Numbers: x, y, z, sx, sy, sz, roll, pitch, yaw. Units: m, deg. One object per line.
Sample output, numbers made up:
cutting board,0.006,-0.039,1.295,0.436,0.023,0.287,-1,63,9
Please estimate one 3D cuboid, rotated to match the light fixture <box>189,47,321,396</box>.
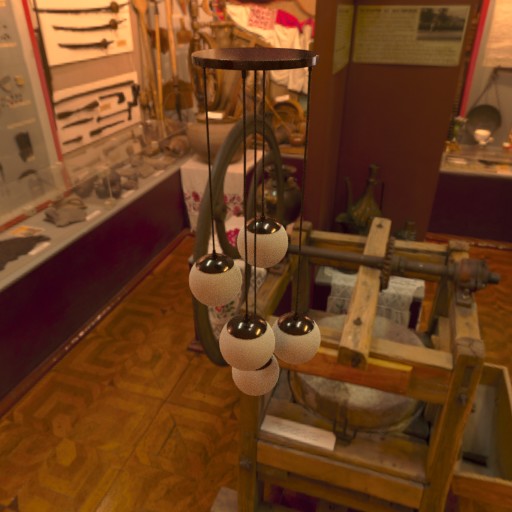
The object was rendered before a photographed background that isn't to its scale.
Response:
light fixture,0.000,0.000,1.520,0.484,1.271,0.489,10,32,17
